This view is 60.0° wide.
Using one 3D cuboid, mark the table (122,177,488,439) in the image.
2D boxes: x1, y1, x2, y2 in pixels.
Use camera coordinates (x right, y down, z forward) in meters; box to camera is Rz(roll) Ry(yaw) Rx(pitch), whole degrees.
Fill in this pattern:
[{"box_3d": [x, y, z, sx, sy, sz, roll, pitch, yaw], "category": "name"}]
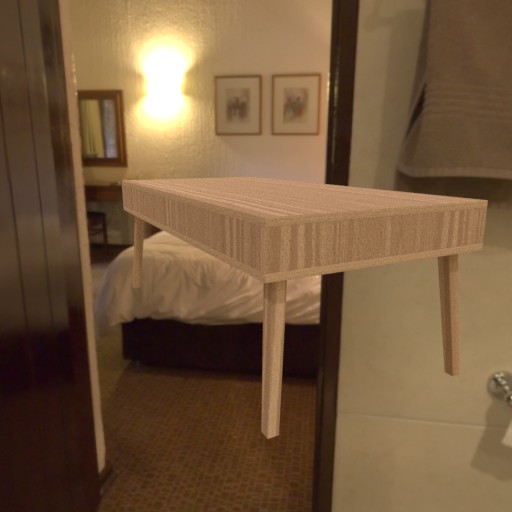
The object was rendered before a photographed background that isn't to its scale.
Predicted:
[{"box_3d": [0.000, 0.000, 1.472, 0.600, 0.450, 1.200, -7, 15, -27], "category": "table"}]
